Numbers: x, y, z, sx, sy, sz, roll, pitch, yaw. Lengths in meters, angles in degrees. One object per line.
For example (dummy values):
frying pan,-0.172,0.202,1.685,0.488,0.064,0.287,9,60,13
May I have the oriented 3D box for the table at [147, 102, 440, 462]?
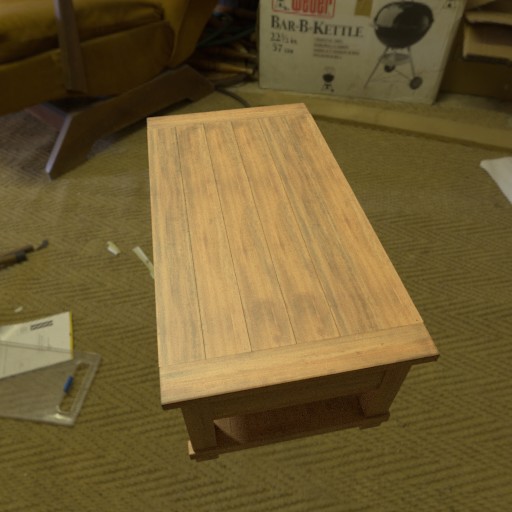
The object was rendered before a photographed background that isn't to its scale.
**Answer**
table,0.000,0.000,1.644,0.693,0.494,1.270,-8,47,-7
